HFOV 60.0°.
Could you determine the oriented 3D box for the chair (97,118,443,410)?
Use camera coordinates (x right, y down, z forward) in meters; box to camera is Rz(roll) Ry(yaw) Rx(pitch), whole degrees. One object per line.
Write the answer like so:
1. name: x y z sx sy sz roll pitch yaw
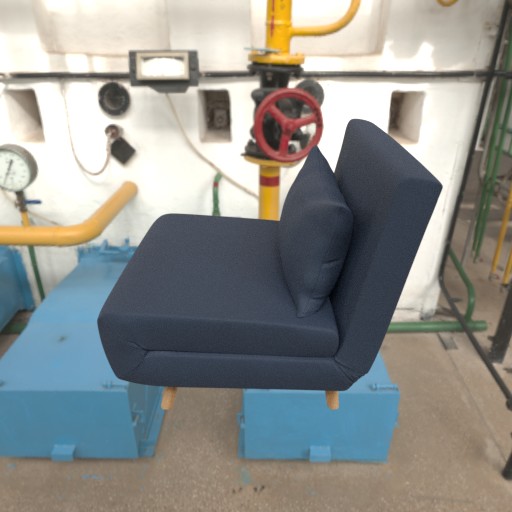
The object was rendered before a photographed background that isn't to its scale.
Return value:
1. chair: 0.000 0.000 1.526 0.900 0.808 0.770 1 27 1
